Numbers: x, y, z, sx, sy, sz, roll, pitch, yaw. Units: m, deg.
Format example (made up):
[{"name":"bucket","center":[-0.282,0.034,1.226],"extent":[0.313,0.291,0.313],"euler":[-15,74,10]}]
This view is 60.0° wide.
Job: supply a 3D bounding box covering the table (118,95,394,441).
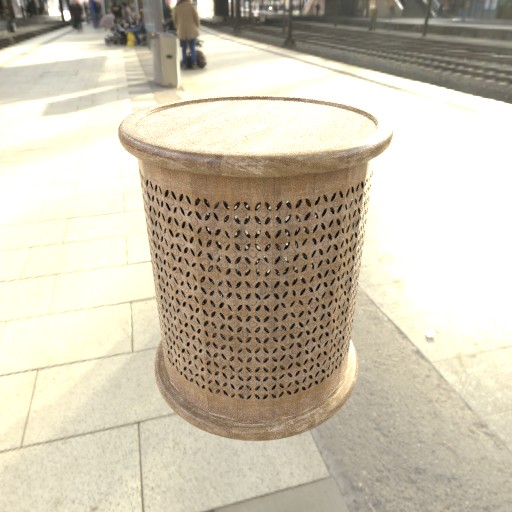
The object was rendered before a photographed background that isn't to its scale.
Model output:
[{"name":"table","center":[0.000,0.000,0.790],"extent":[0.407,0.482,0.407],"euler":[0,29,0]}]
